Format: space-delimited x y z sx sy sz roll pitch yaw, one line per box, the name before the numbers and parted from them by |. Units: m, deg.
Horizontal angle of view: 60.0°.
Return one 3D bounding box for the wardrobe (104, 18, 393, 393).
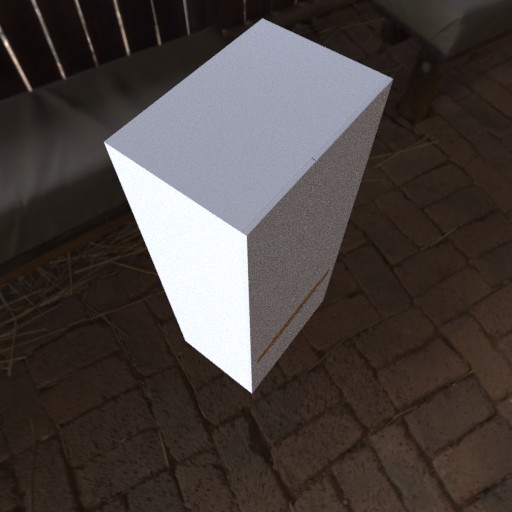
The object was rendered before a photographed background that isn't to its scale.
wardrobe | 0.000 0.000 2.421 0.600 2.040 0.860 34 65 18
